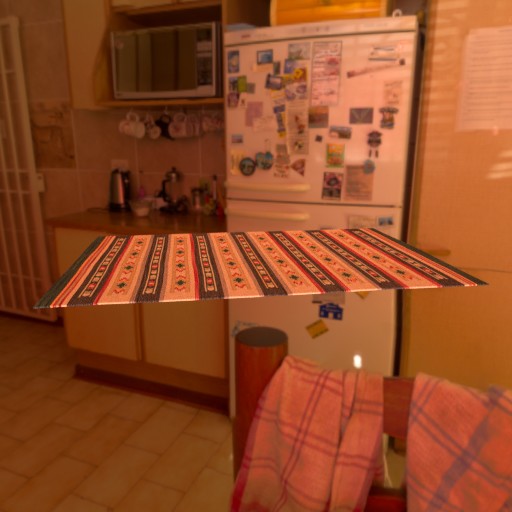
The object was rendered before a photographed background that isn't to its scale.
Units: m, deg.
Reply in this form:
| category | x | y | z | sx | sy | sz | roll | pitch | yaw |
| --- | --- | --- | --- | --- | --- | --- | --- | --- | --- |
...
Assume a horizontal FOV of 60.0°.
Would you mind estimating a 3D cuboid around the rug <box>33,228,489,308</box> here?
| category | x | y | z | sx | sy | sz | roll | pitch | yaw |
| --- | --- | --- | --- | --- | --- | --- | --- | --- | --- |
| rug | 0.000 | 0.000 | 2.323 | 1.825 | 0.009 | 1.221 | -2 | 15 | -8 |
